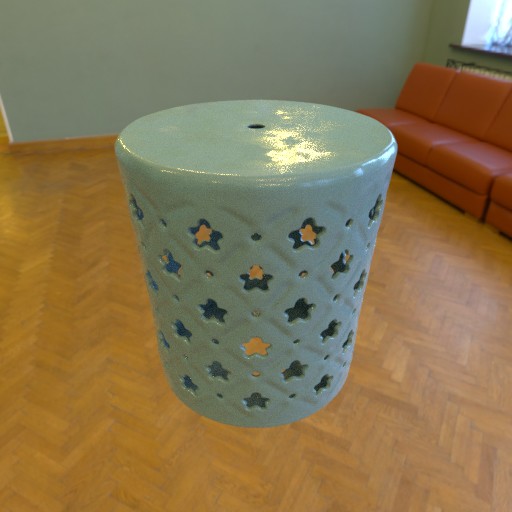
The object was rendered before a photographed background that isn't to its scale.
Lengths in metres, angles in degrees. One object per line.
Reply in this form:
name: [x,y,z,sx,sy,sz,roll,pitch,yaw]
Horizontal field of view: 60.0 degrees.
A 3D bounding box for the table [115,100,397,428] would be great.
table: [0.000,0.000,0.664,0.352,0.387,0.352,0,31,0]
